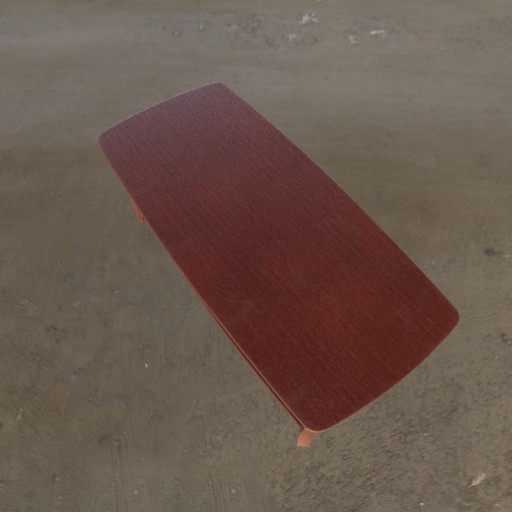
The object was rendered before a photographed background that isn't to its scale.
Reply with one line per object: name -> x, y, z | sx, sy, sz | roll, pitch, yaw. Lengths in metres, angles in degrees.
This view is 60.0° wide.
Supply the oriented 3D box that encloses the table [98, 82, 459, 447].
table -> 0.000, 0.000, 1.533 | 0.561, 0.473, 1.216 | -31, 64, -17
